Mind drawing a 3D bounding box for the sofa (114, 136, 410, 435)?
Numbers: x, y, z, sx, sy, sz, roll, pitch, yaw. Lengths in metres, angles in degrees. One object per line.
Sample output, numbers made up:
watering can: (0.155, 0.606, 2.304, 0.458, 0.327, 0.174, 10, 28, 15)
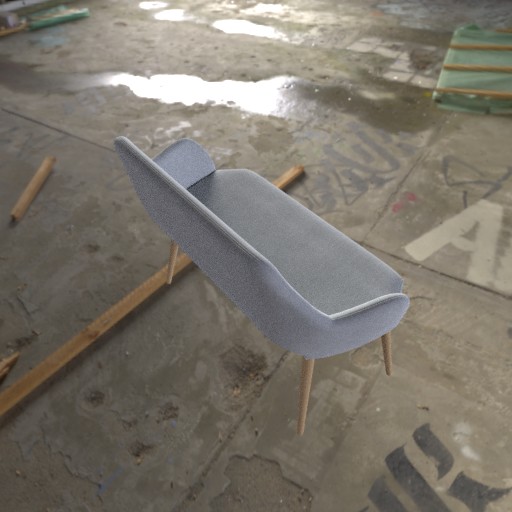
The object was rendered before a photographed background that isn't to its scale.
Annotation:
sofa: (0.000, 0.000, 1.647, 0.610, 0.840, 1.150, -28, 50, -27)
